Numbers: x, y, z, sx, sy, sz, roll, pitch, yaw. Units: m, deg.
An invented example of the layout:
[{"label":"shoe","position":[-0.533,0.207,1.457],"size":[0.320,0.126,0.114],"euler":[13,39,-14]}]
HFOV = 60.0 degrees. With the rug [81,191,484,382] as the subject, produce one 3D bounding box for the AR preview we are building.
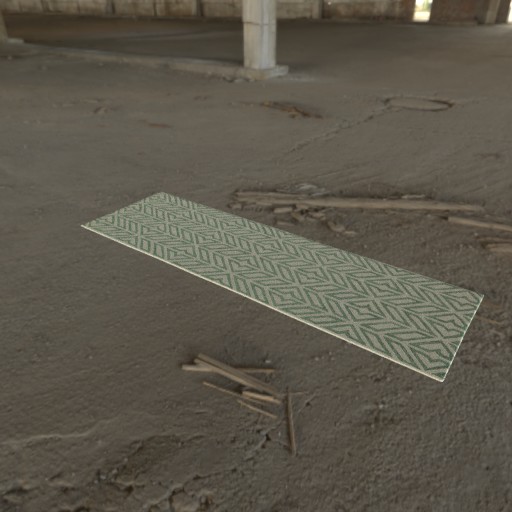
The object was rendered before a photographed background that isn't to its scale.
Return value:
[{"label":"rug","position":[0.000,0.000,2.697],"size":[2.435,0.009,0.750],"euler":[20,36,30]}]
